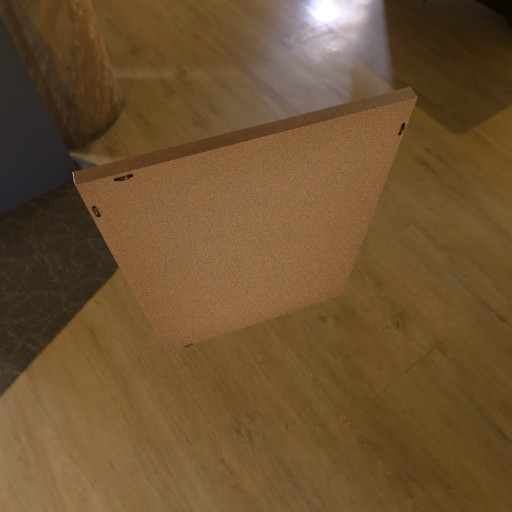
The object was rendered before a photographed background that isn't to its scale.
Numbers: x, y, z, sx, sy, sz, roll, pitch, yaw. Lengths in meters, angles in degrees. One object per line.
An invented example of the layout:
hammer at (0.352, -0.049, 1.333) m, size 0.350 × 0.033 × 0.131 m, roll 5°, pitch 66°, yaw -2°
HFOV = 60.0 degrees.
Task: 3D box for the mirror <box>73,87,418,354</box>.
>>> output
mirror at (0.000, 0.000, 1.375) m, size 0.762 × 1.016 × 0.041 m, roll -17°, pitch 61°, yaw -10°
